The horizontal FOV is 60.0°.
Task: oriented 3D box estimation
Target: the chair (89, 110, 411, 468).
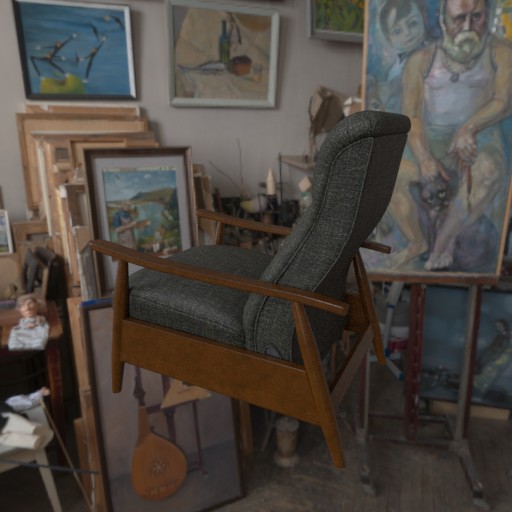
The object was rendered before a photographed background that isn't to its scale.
[{"bbox_3d":[0.000,0.000,1.765,1.014,1.082,0.762,8,18,25],"label":"chair"}]
